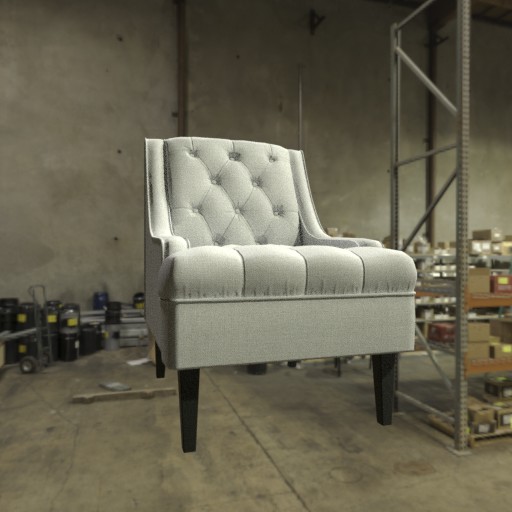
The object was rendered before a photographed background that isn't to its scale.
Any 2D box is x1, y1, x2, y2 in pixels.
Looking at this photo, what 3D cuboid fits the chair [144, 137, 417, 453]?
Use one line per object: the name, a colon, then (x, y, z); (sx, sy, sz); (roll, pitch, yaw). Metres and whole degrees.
chair: (0.000, 0.000, 1.386); (0.658, 0.891, 0.772); (0, 0, -18)
